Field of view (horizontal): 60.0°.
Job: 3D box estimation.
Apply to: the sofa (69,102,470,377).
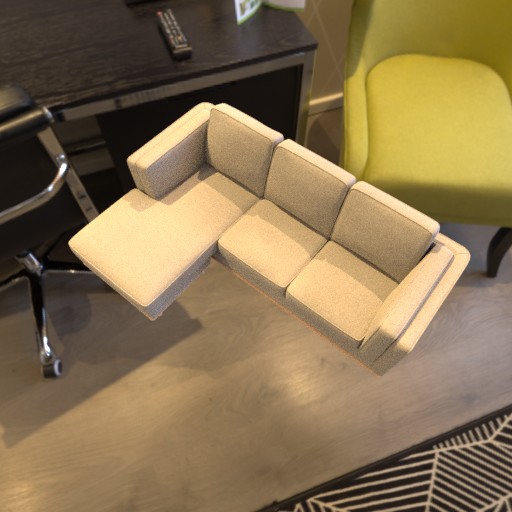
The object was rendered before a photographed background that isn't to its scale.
[{"bbox_3d":[0.000,0.000,3.200,2.411,0.929,1.604,35,64,19],"label":"sofa"}]
